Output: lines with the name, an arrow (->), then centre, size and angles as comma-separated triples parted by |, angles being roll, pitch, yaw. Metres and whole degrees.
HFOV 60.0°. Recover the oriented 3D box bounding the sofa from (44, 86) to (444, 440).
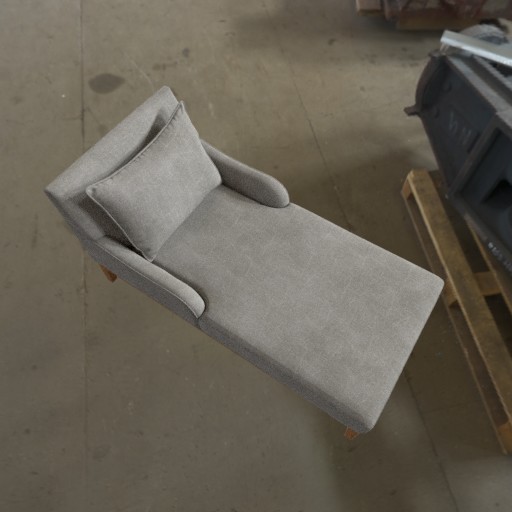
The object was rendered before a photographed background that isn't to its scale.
sofa -> 0.000, 0.000, 2.305 | 1.779, 0.859, 0.894 | 30, 64, 16
